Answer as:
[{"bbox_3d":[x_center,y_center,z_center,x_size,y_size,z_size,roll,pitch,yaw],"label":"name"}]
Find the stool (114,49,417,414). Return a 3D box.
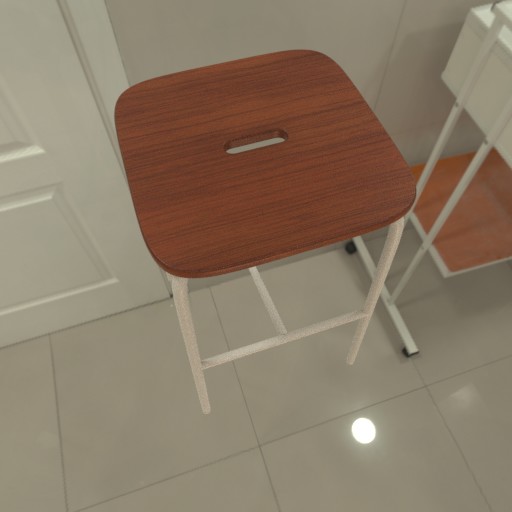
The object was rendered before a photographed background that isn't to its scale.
[{"bbox_3d":[0.000,0.000,0.867,0.376,0.610,0.376,-16,60,-9],"label":"stool"}]
